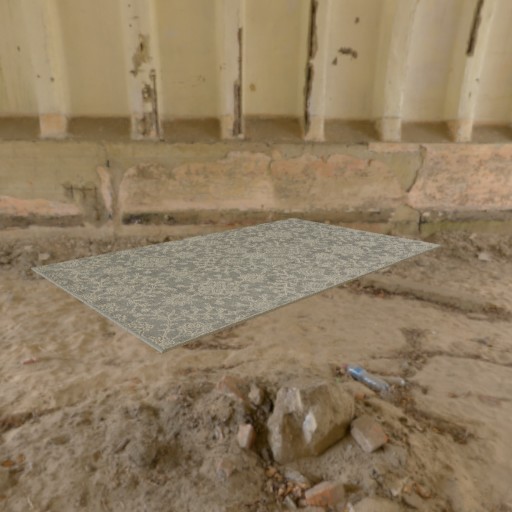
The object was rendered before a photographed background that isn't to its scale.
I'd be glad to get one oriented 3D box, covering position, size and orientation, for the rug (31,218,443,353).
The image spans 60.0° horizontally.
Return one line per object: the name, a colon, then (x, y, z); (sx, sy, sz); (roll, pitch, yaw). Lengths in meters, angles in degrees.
rug: (0.000, 0.000, 3.042); (2.430, 0.010, 1.515); (-14, 21, -42)
